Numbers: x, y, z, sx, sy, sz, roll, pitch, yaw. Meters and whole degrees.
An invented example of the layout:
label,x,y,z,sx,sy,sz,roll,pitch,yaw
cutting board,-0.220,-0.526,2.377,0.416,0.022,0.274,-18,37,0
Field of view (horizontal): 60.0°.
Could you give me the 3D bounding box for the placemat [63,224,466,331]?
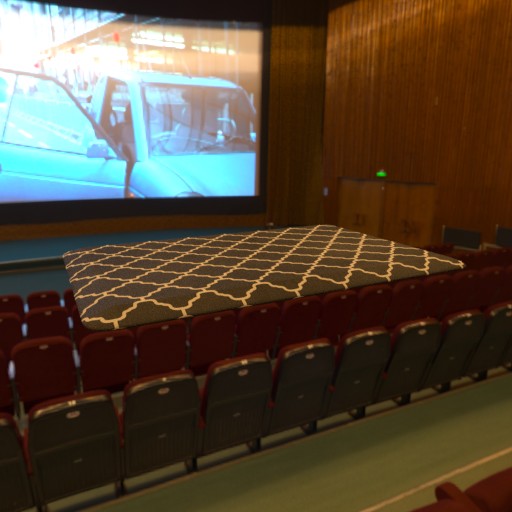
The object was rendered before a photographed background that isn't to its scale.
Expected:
label,x,y,z,sx,sy,sz,roll,pitch,yaw
placemat,0.000,0.000,0.976,0.762,0.021,0.508,-7,16,-26
